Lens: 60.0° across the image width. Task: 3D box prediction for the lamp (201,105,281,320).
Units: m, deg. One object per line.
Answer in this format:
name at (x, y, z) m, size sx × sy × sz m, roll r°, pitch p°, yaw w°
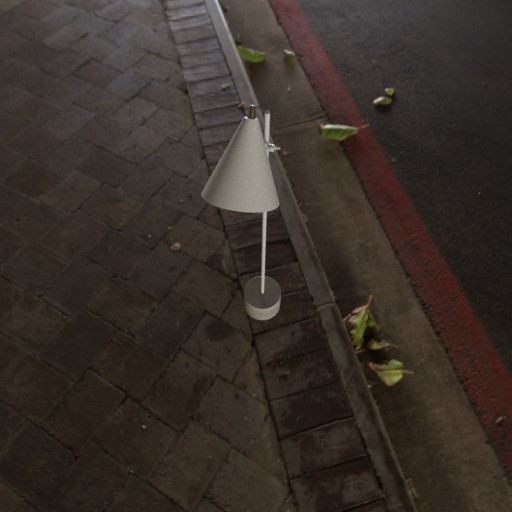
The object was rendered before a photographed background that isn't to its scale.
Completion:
lamp at (0.000, 0.000, 1.597) m, size 0.223 × 1.430 × 0.508 m, roll 15°, pitch 59°, yaw 9°
